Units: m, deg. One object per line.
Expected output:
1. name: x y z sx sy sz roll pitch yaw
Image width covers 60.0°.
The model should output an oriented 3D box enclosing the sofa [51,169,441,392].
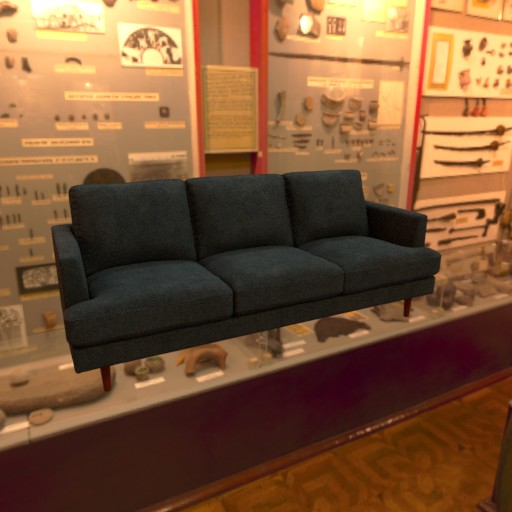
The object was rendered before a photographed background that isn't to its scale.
1. sofa: 0.000 0.000 2.720 2.246 0.930 0.903 -8 18 -25
